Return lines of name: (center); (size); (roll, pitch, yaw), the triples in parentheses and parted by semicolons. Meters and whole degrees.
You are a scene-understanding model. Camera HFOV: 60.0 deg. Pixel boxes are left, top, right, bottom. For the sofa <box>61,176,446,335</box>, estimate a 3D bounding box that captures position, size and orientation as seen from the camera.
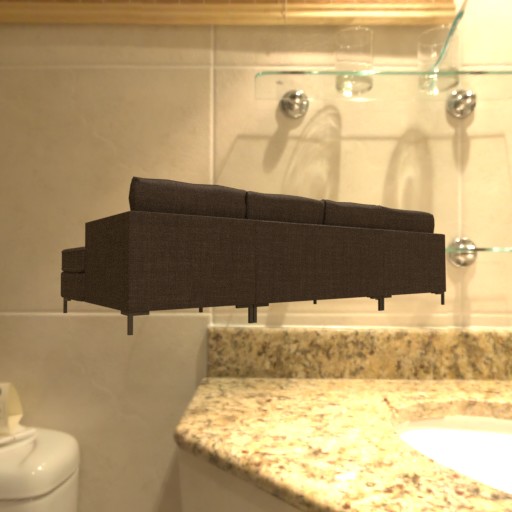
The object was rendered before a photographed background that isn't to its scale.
sofa: (0.000, 0.000, 4.388); (3.423, 0.999, 2.048); (1, -1, -36)
